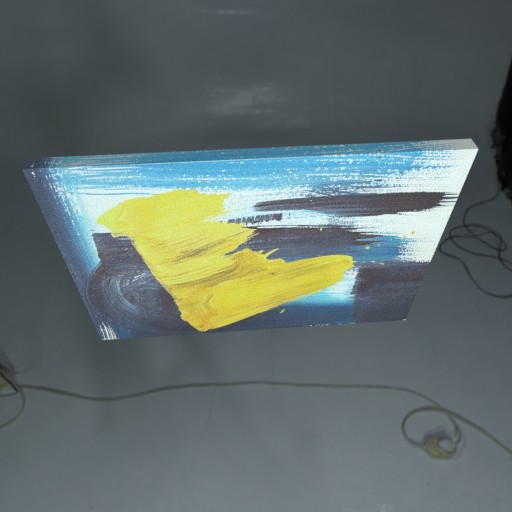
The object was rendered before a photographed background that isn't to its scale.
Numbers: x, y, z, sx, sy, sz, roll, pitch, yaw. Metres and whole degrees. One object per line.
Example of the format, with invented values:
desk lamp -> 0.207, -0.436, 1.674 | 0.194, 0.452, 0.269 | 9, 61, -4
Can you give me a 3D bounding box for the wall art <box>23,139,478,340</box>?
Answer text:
wall art -> 0.000, 0.000, 1.121 | 0.914, 0.610, 0.039 | -3, 47, -3
